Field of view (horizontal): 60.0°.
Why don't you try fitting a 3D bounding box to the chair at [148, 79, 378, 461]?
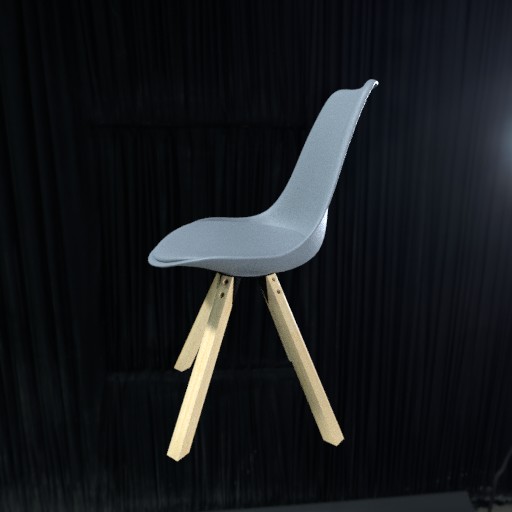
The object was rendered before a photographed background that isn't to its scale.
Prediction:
[{"bbox_3d":[0.000,0.000,1.163,0.549,0.850,0.485,-2,15,-8],"label":"chair"}]
